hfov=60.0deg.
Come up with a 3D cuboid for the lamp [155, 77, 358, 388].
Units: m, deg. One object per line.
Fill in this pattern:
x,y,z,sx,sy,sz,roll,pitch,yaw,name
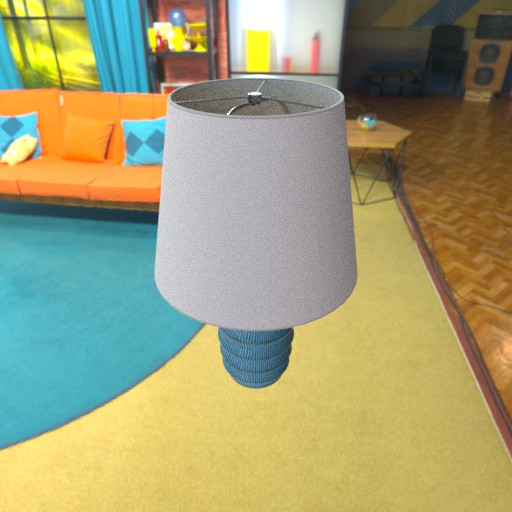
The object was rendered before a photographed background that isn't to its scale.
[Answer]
0.000,0.000,0.559,0.254,0.392,0.254,0,32,0,lamp
